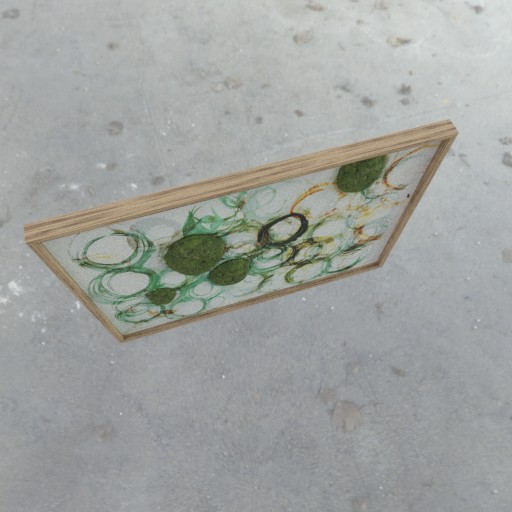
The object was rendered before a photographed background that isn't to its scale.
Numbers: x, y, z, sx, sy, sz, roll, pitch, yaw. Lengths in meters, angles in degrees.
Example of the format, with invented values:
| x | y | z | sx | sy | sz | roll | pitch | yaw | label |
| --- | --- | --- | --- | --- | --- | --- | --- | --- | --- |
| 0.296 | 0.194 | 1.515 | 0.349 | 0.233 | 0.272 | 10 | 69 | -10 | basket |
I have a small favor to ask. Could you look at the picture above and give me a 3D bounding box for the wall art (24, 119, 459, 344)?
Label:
| x | y | z | sx | sy | sz | roll | pitch | yaw | label |
| --- | --- | --- | --- | --- | --- | --- | --- | --- | --- |
| 0.000 | 0.000 | 1.098 | 0.841 | 0.609 | 0.063 | -16 | 64 | -8 | wall art |
